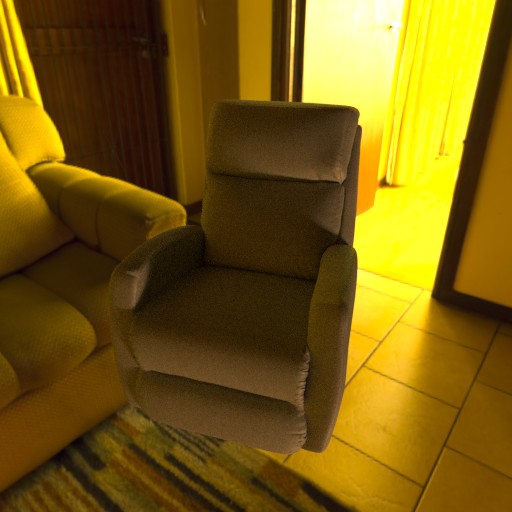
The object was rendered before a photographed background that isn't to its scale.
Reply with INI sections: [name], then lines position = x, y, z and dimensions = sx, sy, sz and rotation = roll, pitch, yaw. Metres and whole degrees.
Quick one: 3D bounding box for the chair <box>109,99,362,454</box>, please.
[chair]
position = 0.000, 0.000, 1.669
dimensions = 0.794, 1.016, 0.940
rotation = 8, 29, 15
